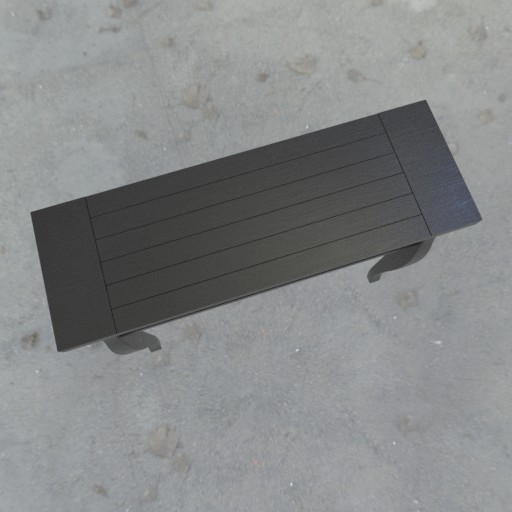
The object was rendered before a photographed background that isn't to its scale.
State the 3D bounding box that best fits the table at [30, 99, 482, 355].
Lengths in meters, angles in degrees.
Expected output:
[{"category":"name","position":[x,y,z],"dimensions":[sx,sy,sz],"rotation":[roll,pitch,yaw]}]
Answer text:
[{"category":"table","position":[0.000,0.000,1.468],"dimensions":[1.062,0.768,0.373],"rotation":[-17,76,-4]}]
